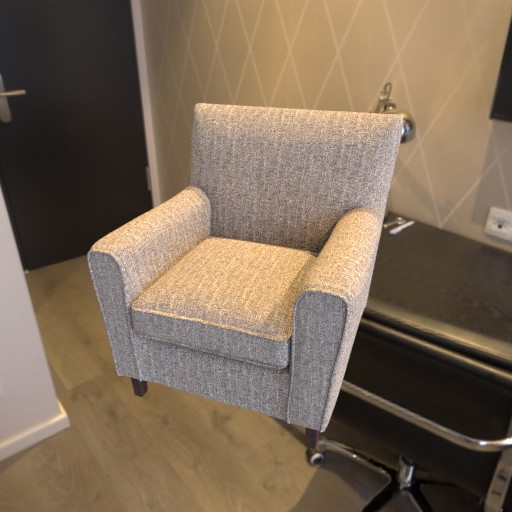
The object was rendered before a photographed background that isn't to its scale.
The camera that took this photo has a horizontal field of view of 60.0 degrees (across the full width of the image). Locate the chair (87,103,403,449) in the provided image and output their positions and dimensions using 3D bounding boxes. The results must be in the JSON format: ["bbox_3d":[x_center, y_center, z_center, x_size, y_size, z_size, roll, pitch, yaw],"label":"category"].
[{"bbox_3d":[0.000,0.000,1.633,0.864,0.928,0.873,10,28,18],"label":"chair"}]
